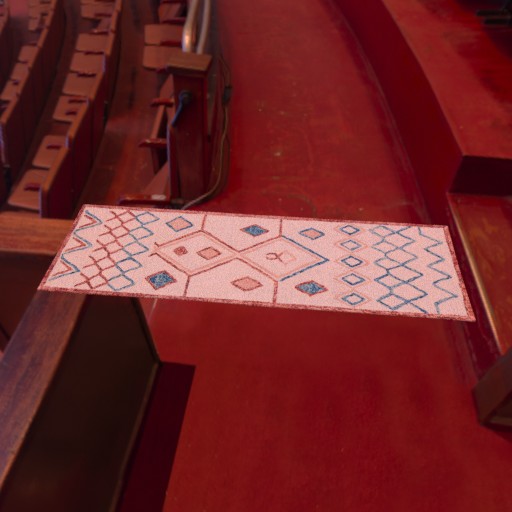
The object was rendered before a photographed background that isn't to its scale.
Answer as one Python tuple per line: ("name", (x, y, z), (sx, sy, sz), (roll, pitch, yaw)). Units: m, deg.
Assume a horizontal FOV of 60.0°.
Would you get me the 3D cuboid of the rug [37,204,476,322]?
("rug", (0.000, 0.000, 2.703), (2.435, 0.011, 0.750), (4, 47, 3))
